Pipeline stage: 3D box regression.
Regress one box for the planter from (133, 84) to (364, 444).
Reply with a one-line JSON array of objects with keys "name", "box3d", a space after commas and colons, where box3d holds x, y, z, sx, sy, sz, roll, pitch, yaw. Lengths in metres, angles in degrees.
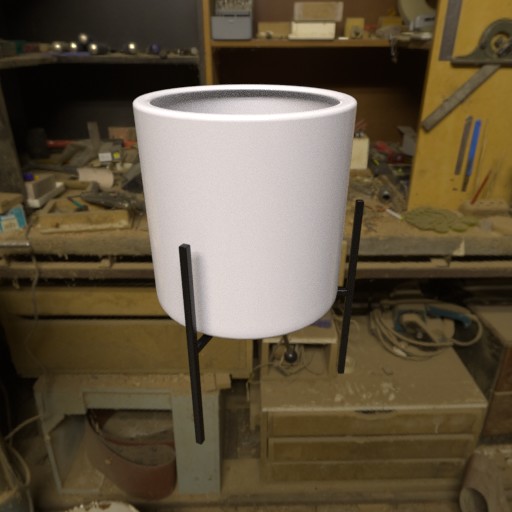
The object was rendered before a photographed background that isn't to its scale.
[{"name": "planter", "box3d": [0.000, 0.000, 0.521, 0.239, 0.356, 0.239, 0, 27, 1]}]
